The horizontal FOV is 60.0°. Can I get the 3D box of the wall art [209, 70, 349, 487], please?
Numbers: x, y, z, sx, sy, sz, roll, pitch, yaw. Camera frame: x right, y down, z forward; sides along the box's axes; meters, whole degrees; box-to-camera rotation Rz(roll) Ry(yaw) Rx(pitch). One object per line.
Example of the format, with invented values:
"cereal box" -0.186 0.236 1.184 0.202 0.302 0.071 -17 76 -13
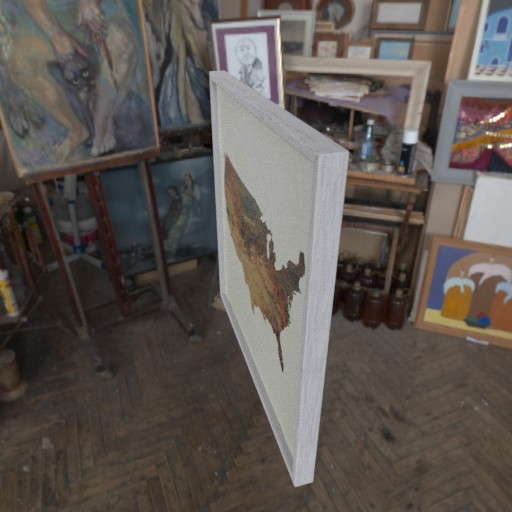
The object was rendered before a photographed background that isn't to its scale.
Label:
"wall art" 0.000 0.000 1.880 0.078 1.288 1.287 -9 32 -14
